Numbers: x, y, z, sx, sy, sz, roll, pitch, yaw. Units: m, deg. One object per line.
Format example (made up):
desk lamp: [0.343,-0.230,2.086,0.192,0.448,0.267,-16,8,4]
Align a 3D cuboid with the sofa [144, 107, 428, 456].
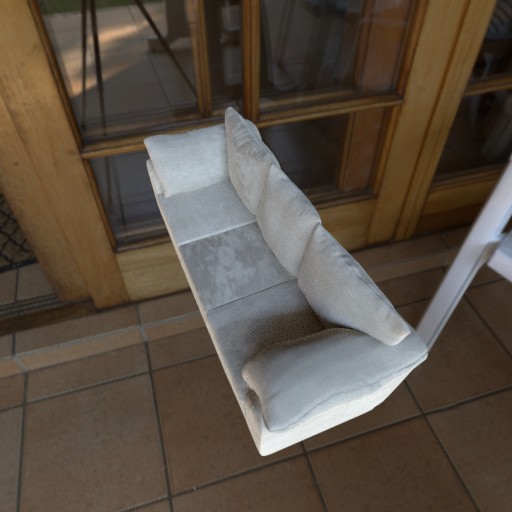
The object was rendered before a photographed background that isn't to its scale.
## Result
sofa: [0.000,0.000,2.864,0.893,0.981,2.377,-17,49,-15]
